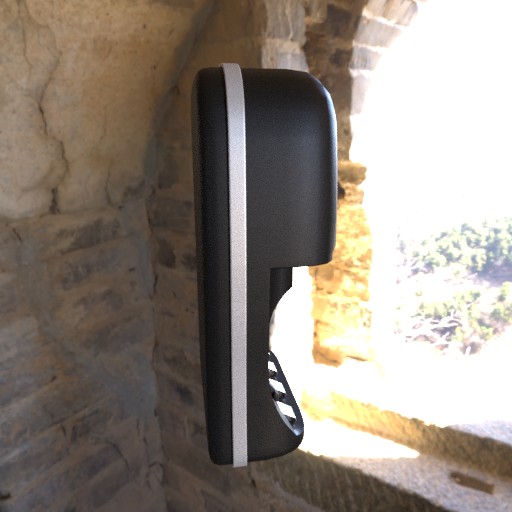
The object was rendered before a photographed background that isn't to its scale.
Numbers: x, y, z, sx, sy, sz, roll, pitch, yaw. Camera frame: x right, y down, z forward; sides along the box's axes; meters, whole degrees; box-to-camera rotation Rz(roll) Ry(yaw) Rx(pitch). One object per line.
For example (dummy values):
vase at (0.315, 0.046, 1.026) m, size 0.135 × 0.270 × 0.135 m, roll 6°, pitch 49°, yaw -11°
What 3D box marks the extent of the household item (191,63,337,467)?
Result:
household item at (0.000, 0.000, 0.148) m, size 0.038 × 0.114 × 0.070 m, roll -3°, pitch 16°, yaw -9°
